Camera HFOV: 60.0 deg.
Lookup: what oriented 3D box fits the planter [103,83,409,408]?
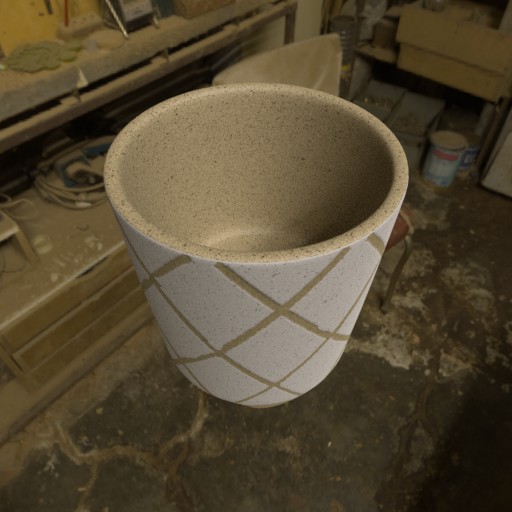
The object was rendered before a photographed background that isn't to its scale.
[{"bbox_3d":[0.000,0.000,0.424,0.228,0.235,0.228,0,47,0],"label":"planter"}]
